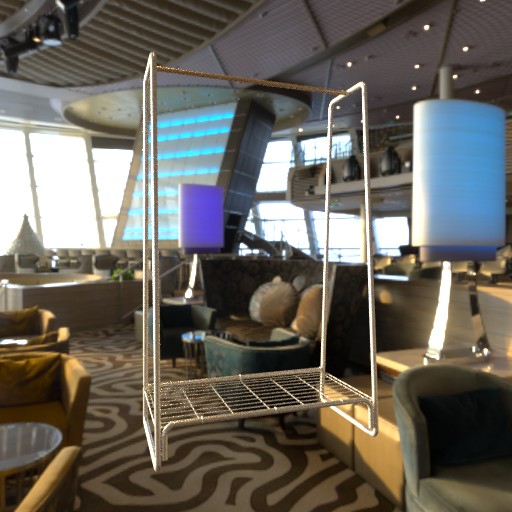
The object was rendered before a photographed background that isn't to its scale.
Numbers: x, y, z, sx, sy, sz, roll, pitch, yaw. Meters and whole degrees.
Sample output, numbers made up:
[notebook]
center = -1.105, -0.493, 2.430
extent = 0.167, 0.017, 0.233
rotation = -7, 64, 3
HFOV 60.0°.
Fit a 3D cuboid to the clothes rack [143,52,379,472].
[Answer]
[clothes rack]
center = 0.000, 0.000, 1.887
extent = 0.900, 1.500, 0.495
rotation = 0, 1, -19
